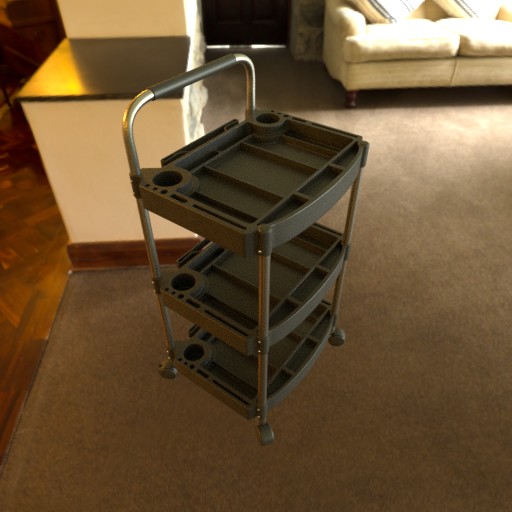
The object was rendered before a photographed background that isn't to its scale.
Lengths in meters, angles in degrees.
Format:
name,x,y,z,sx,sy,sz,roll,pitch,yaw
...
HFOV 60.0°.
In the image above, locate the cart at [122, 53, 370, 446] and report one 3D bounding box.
name,x,y,z,sx,sy,sz,roll,pitch,yaw
cart,0.000,0.000,1.409,0.518,1.075,0.584,26,47,26
